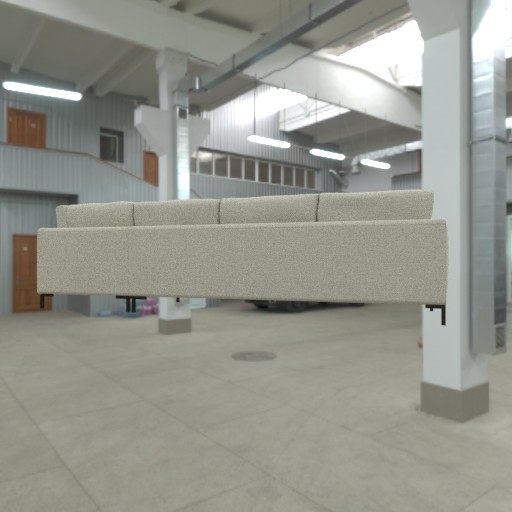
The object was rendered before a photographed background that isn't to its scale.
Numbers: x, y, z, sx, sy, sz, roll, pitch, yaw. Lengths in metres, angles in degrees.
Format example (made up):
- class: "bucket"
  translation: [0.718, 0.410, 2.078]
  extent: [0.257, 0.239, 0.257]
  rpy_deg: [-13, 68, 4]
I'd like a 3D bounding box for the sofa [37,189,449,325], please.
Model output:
- class: "sofa"
  translation: [0.000, 0.000, 3.907]
  extent: [2.949, 0.815, 2.007]
  rpy_deg: [0, 0, 17]
